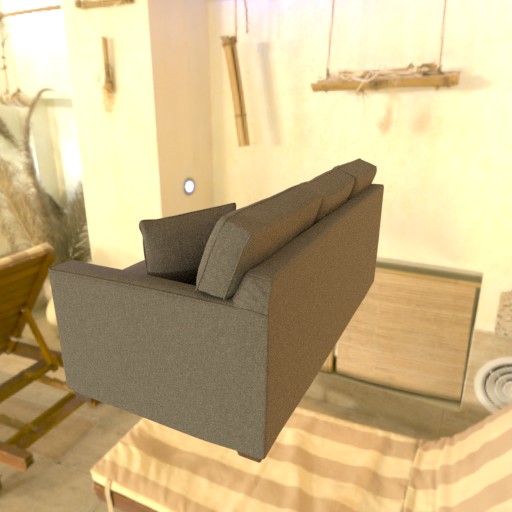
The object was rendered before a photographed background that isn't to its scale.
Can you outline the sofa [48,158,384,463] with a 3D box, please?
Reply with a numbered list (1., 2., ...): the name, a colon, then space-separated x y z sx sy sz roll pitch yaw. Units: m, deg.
1. sofa: 0.000 0.000 2.508 1.034 0.946 1.963 9 20 24
